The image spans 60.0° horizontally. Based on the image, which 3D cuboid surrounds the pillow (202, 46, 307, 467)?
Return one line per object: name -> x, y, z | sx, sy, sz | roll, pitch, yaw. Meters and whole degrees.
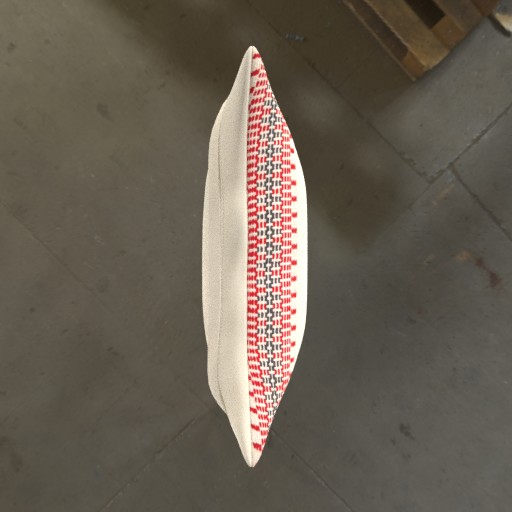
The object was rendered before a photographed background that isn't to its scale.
pillow -> 0.000, 0.000, 0.710 | 0.160, 0.454, 0.463 | 0, 91, 0
